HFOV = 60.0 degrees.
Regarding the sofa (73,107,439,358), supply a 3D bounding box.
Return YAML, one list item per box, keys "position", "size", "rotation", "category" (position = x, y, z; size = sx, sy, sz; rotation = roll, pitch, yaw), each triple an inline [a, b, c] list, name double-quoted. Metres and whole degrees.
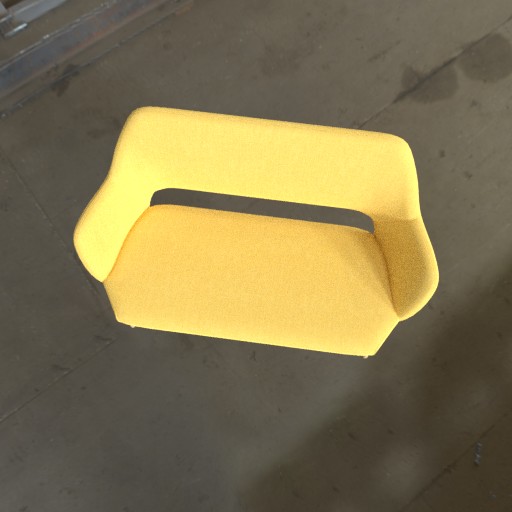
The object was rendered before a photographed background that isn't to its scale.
- position: [0.000, 0.000, 1.601]
  size: [1.150, 0.840, 0.610]
  rotation: [7, 75, 2]
  category: "sofa"
